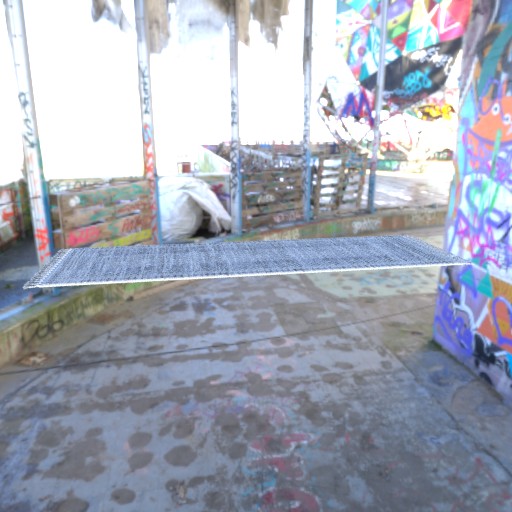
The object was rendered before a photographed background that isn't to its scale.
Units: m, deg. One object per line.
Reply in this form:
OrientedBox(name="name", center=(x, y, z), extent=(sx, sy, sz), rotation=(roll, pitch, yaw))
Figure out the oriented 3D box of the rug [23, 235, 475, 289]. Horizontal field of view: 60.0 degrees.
OrientedBox(name="rug", center=(0.000, 0.000, 2.738), extent=(2.480, 0.013, 0.786), rotation=(-3, 15, -10))
